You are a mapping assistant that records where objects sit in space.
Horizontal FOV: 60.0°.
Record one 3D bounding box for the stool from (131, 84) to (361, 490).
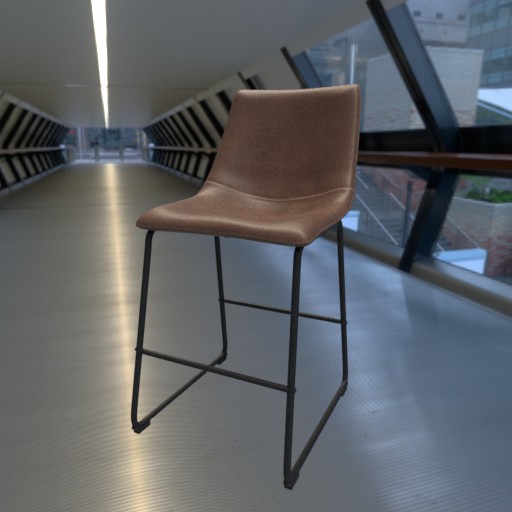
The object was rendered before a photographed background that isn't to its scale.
[{"bbox_3d":[0.000,0.000,1.180,0.460,0.890,0.550,7,17,26],"label":"stool"}]
